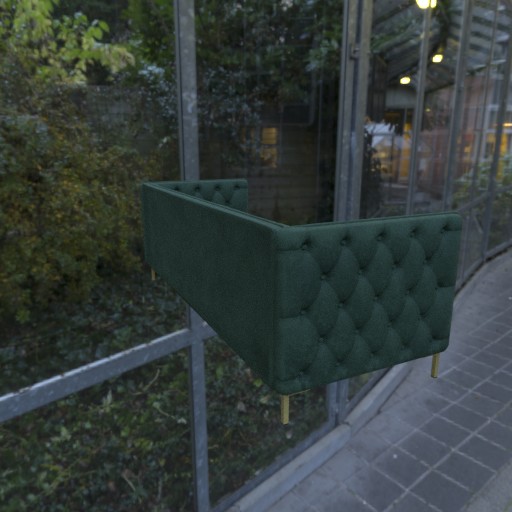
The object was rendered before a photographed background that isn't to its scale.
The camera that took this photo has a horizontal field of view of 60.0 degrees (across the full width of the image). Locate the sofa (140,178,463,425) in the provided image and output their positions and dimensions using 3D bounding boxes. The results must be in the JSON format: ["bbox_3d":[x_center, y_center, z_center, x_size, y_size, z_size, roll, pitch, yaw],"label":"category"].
[{"bbox_3d":[0.000,0.000,2.682,0.895,0.771,2.209,-7,16,-26],"label":"sofa"}]
